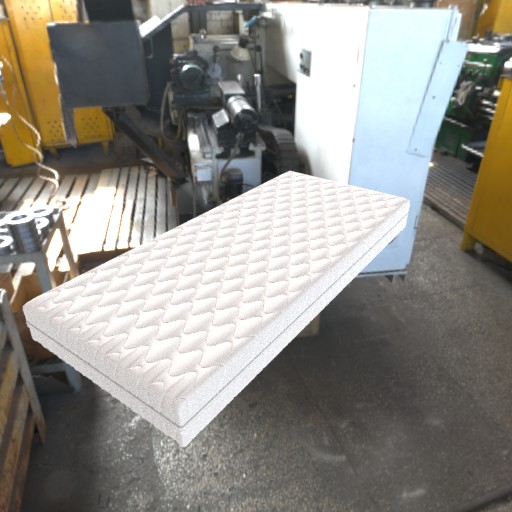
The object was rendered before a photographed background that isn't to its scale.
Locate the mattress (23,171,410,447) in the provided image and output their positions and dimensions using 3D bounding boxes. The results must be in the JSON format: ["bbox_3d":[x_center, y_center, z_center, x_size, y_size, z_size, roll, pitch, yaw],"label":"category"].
[{"bbox_3d":[0.000,0.000,2.297,0.900,0.200,2.000,20,36,31],"label":"mattress"}]
